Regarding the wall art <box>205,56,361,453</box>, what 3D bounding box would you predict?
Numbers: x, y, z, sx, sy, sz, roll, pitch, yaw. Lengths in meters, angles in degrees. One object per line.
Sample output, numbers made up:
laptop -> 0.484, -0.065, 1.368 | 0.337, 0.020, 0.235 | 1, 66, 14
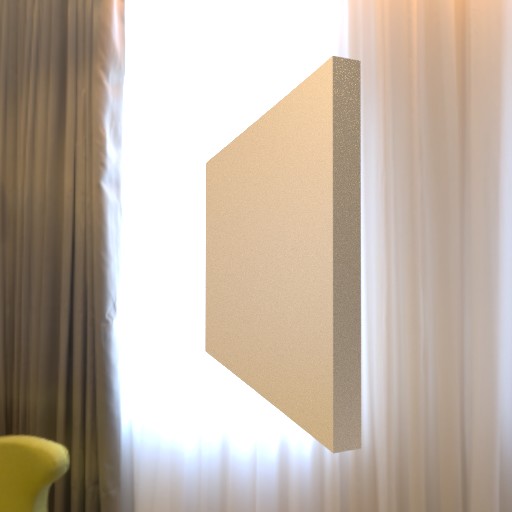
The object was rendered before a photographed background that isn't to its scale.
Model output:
wall art -> 0.000, 0.000, 1.399 | 0.066, 0.801, 1.056 | 0, -1, -21
